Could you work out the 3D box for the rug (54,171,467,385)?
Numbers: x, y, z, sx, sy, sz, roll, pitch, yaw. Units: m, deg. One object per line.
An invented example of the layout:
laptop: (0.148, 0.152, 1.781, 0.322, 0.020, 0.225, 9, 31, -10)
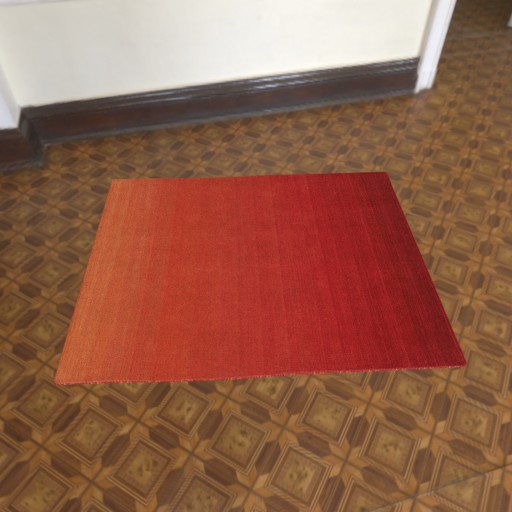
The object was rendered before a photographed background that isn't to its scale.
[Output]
rug: (0.000, 0.000, 3.883, 2.905, 0.028, 2.340, -2, 46, -2)
